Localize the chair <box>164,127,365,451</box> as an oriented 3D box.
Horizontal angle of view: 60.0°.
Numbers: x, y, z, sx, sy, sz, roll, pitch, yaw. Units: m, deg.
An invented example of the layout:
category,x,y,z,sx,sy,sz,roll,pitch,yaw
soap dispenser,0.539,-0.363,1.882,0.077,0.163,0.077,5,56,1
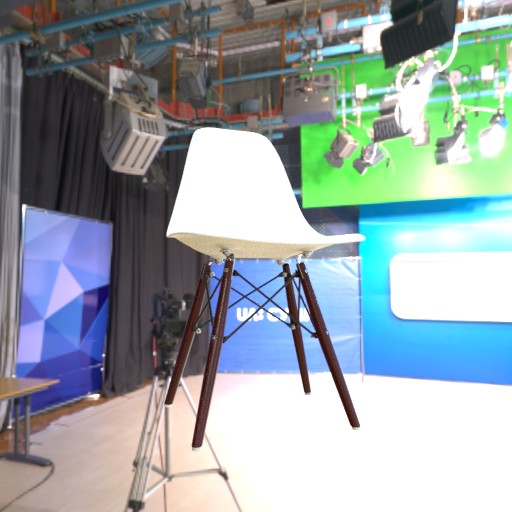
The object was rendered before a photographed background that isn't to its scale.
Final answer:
category,x,y,z,sx,sy,sz,roll,pitch,yaw
chair,0.000,0.000,1.165,0.470,0.826,0.533,1,-2,-19
